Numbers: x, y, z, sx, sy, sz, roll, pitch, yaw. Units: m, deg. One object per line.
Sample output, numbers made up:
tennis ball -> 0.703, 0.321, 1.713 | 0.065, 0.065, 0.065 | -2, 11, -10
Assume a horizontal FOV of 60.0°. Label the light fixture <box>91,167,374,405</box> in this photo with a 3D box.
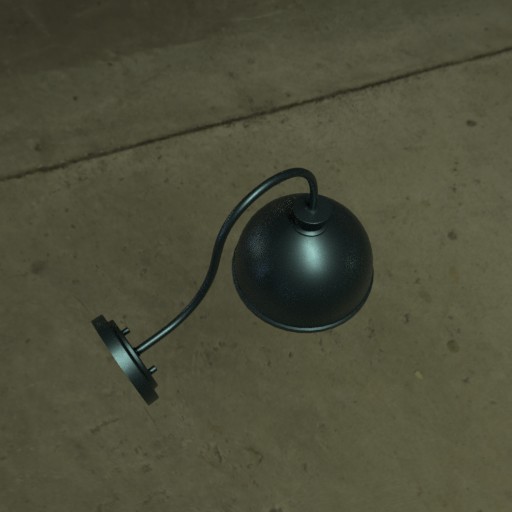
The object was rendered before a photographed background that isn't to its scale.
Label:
light fixture -> 0.000, 0.000, 0.640 | 0.467, 0.295, 0.253 | -35, 64, -20
